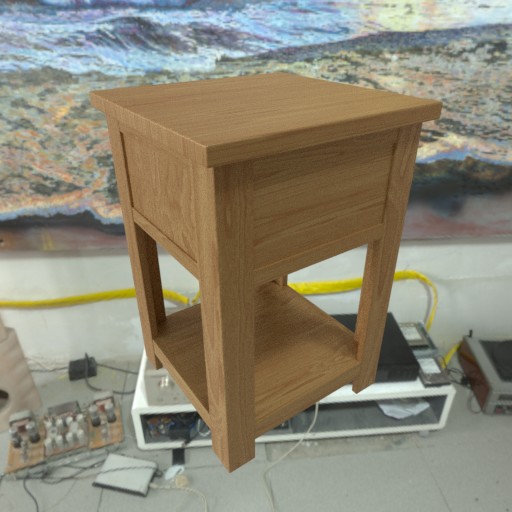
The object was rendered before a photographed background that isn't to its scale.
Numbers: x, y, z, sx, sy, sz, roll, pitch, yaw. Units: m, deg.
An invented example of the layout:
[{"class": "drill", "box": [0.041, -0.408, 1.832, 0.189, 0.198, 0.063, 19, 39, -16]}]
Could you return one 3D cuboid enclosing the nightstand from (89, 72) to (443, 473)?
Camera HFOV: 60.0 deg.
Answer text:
[{"class": "nightstand", "box": [0.000, 0.000, 0.890, 0.428, 0.614, 0.418, -19, 35, -30]}]
